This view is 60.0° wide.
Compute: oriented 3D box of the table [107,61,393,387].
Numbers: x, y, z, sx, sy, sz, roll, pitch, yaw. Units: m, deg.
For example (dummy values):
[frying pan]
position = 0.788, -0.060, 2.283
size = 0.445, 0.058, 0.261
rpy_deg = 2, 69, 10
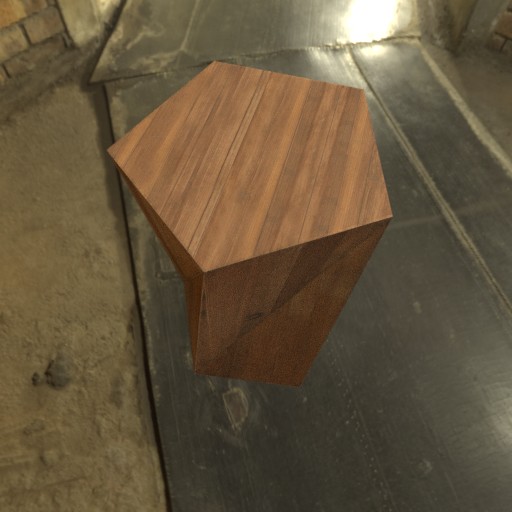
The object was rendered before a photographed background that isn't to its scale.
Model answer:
[table]
position = 0.000, 0.000, 0.910
size = 0.441, 0.604, 0.425
rpy_deg = 32, 64, 18
